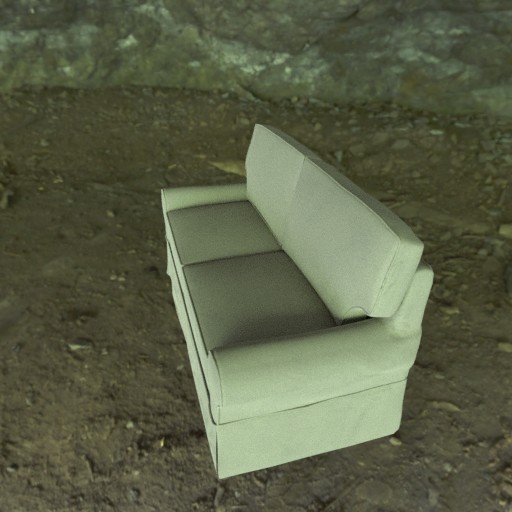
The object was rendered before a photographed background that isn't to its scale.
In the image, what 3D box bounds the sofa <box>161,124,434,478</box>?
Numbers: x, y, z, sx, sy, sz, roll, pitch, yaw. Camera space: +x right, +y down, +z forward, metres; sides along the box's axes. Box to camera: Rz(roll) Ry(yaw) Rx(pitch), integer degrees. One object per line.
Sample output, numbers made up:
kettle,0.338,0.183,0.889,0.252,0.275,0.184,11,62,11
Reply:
sofa,0.000,0.000,2.301,0.841,1.024,1.823,-8,31,-14
